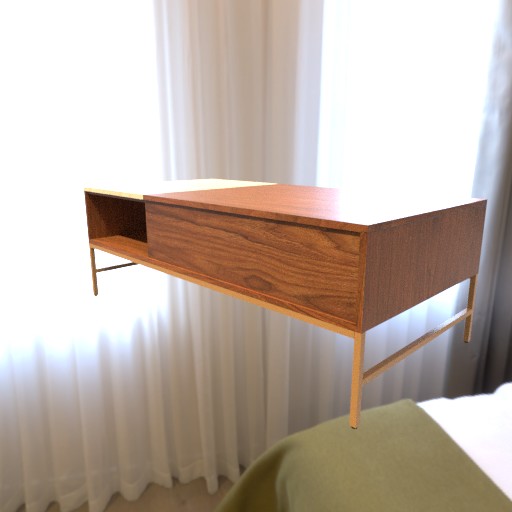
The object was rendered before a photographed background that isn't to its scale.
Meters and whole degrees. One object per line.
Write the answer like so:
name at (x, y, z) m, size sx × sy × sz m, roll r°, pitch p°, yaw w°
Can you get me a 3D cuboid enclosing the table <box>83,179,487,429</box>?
table at (0.000, 0.000, 1.916) m, size 0.789 × 0.551 × 1.553 m, roll -13°, pitch 19°, yaw -43°
